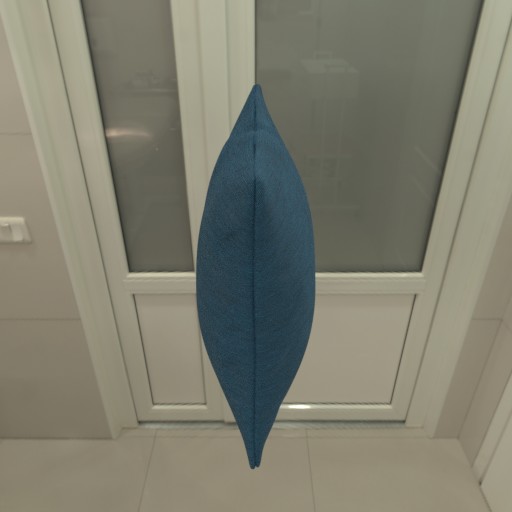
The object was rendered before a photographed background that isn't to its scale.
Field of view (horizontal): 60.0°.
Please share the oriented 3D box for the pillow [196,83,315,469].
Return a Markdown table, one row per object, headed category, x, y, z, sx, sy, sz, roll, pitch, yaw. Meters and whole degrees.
| category | x | y | z | sx | sy | sz | roll | pitch | yaw |
| --- | --- | --- | --- | --- | --- | --- | --- | --- | --- |
| pillow | 0.000 | 0.000 | 0.672 | 0.177 | 0.420 | 0.437 | 0 | 31 | 0 |
